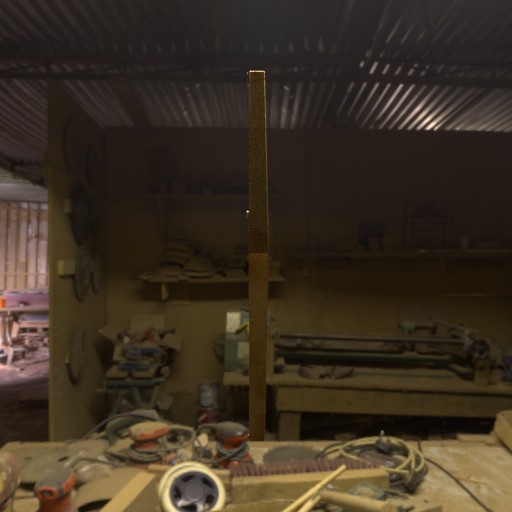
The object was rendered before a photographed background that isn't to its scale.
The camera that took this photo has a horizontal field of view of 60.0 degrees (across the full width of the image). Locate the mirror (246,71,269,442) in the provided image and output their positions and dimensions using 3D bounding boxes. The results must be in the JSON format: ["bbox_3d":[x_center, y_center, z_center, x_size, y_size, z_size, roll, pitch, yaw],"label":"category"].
[{"bbox_3d":[0.000,0.000,0.813,0.032,0.679,0.419,0,0,-1],"label":"mirror"}]
